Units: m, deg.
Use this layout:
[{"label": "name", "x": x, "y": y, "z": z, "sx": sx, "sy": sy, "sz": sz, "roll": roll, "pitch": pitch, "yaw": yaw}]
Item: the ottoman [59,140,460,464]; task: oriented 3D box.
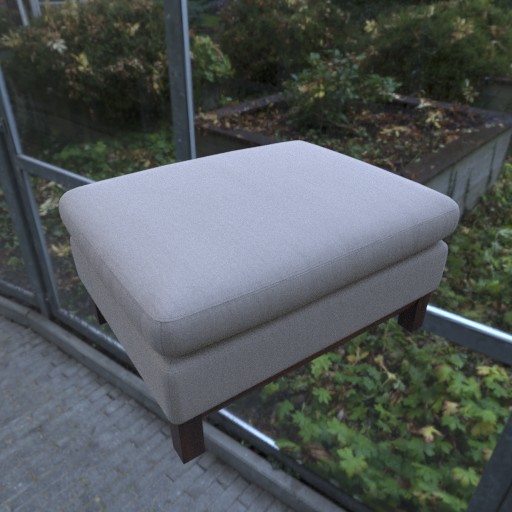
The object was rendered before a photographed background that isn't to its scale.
[{"label": "ottoman", "x": 0.000, "y": 0.000, "z": 1.106, "sx": 0.771, "sy": 0.420, "sz": 0.606, "roll": -20, "pitch": 36, "yaw": -29}]
